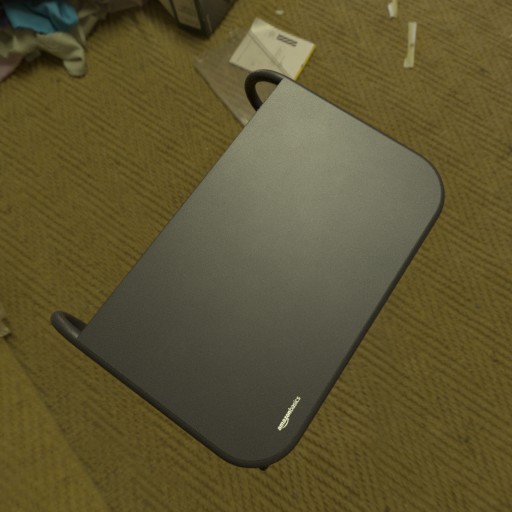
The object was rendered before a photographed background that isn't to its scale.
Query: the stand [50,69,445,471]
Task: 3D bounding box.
[{"bbox_3d":[0.000,0.000,0.499,0.280,0.108,0.370,34,77,9],"label":"stand"}]
